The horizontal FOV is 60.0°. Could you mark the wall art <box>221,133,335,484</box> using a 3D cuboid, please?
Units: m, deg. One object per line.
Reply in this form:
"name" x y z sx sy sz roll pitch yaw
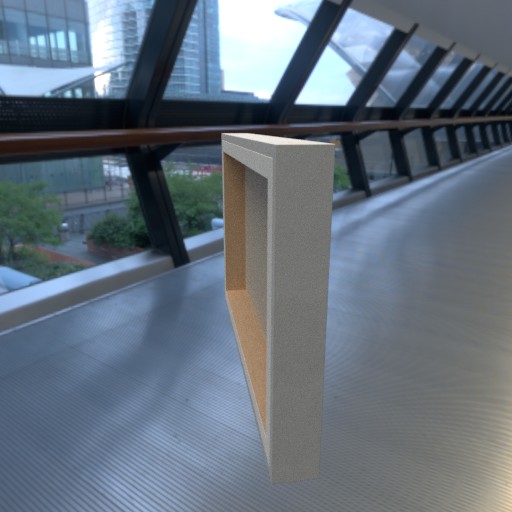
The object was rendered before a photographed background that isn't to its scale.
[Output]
"wall art" 0.000 0.000 0.488 0.038 0.254 0.381 -3 17 -9
